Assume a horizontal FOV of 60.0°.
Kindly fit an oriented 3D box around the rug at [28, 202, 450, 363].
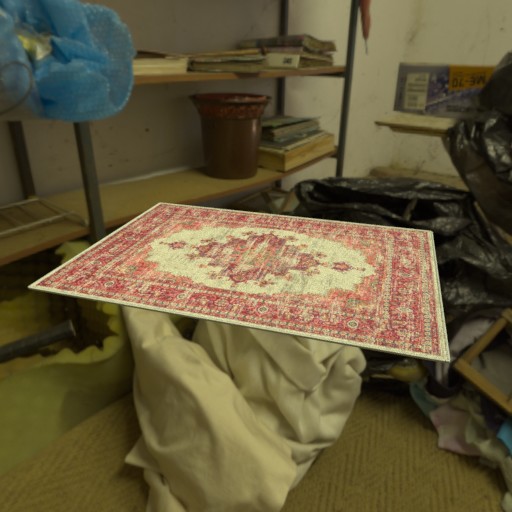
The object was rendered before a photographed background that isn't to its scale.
[{"bbox_3d":[0.000,0.000,2.254,1.747,0.011,1.217,8,26,15],"label":"rug"}]
